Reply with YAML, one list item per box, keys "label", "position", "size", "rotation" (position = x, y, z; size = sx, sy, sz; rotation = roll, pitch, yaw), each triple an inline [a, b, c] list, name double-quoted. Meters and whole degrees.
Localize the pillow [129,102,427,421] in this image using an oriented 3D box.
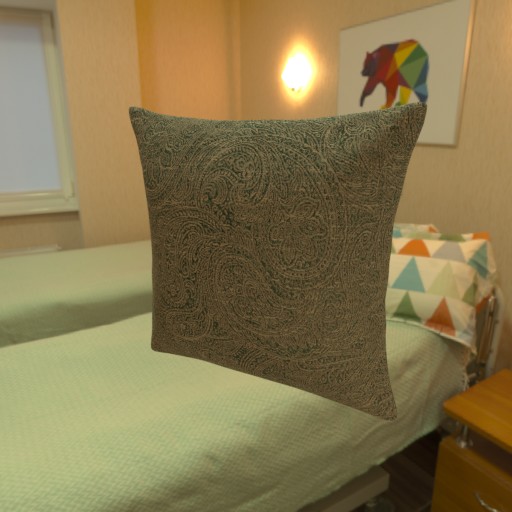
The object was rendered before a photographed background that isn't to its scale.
- label: "pillow"
  position: [0.000, 0.000, 0.782]
  size: [0.526, 0.507, 0.166]
  rotation: [9, 19, 27]
